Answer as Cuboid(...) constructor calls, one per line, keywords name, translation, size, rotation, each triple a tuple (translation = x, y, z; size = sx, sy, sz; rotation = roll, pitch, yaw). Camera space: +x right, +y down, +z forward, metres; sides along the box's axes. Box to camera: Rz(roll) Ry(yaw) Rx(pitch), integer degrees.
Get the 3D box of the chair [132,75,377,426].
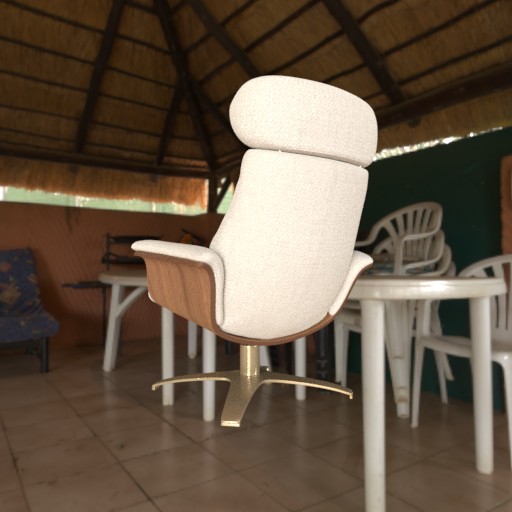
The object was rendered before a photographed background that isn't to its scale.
Cuboid(name="chair", translation=(0.000, 0.000, 1.604), size=(0.785, 0.995, 0.837), rotation=(1, -1, -36))
